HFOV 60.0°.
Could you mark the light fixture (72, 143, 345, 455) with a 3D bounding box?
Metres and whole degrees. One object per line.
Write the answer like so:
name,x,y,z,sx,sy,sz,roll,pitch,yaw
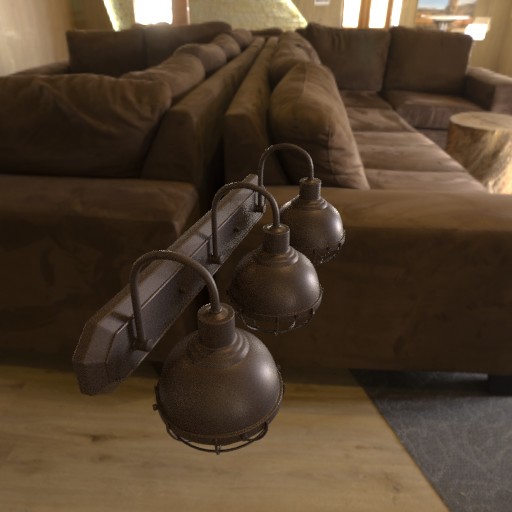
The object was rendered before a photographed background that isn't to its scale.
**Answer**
light fixture,0.000,0.000,0.742,0.229,0.254,0.634,10,31,17
